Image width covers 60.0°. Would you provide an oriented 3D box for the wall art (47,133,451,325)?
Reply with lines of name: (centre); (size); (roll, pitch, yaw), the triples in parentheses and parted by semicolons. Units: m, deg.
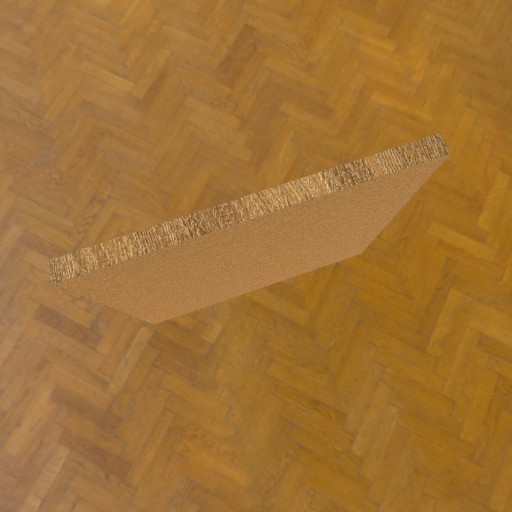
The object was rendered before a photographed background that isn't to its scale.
wall art: (0.000, 0.000, 0.935); (0.611, 0.608, 0.042); (-19, 77, -5)
